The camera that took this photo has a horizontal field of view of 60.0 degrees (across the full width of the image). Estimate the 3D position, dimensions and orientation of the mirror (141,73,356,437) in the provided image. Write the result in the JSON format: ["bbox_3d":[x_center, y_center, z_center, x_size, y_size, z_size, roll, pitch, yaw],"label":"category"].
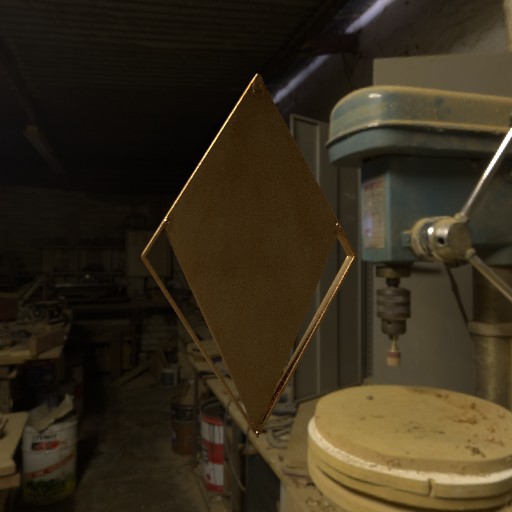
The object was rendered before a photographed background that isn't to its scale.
[{"bbox_3d":[0.000,0.000,0.837,0.419,0.679,0.032,0,0,-18],"label":"mirror"}]
